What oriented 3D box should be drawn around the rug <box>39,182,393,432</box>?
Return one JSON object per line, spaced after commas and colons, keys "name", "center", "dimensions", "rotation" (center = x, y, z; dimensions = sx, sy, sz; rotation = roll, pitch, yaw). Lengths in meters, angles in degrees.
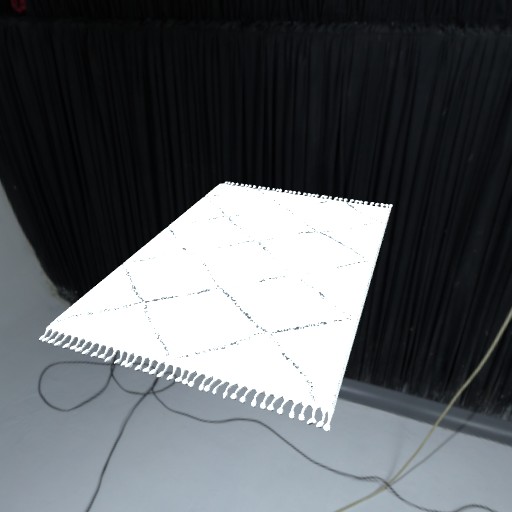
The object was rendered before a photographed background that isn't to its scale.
{"name": "rug", "center": [0.000, 0.000, 2.894], "dimensions": [1.494, 0.031, 2.307], "rotation": [11, 32, 18]}
